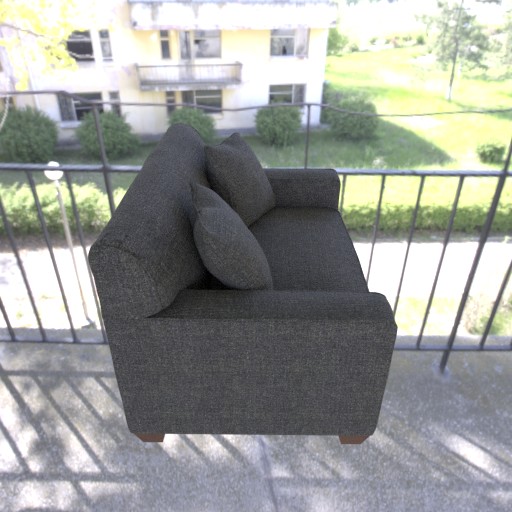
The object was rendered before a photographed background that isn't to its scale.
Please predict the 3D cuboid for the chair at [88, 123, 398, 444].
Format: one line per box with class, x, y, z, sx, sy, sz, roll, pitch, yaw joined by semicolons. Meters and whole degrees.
chair;0.000;0.000;2.078;1.000;0.948;1.383;0;32;1
